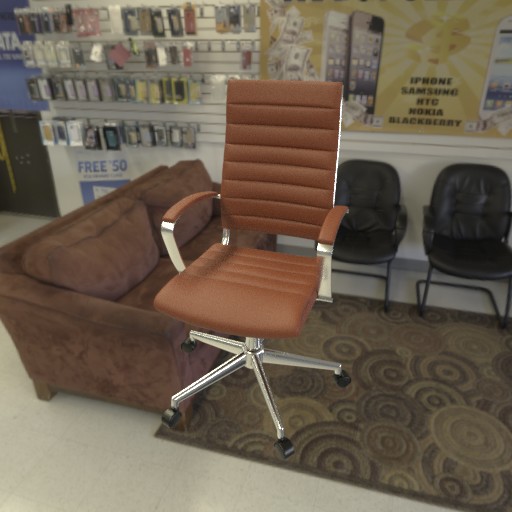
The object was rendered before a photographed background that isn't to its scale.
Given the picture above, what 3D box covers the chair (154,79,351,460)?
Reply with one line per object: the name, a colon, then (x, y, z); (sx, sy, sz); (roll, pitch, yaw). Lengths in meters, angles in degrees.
chair: (0.000, 0.000, 1.616); (0.766, 1.149, 0.739); (9, 27, 17)
